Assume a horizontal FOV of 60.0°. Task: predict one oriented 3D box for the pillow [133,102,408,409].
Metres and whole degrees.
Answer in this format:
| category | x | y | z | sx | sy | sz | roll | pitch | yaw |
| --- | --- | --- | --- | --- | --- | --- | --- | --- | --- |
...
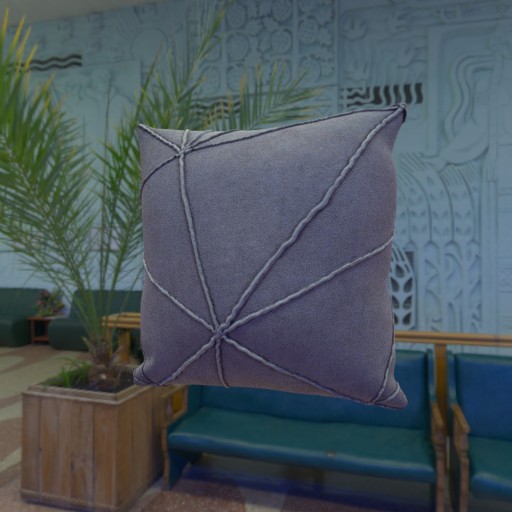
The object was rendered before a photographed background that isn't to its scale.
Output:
| category | x | y | z | sx | sy | sz | roll | pitch | yaw |
| --- | --- | --- | --- | --- | --- | --- | --- | --- | --- |
| pillow | 0.000 | 0.000 | 0.678 | 0.439 | 0.440 | 0.185 | 0 | 0 | 18 |
